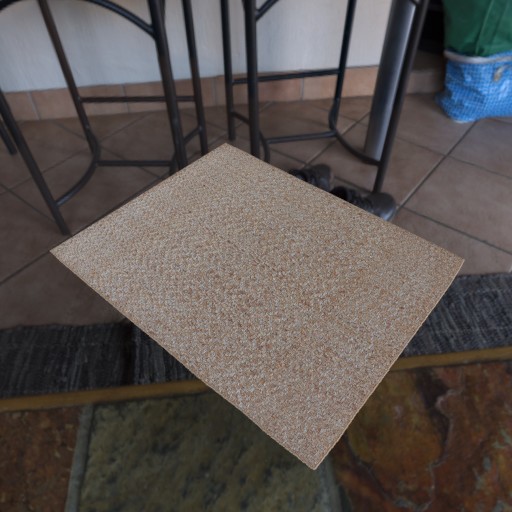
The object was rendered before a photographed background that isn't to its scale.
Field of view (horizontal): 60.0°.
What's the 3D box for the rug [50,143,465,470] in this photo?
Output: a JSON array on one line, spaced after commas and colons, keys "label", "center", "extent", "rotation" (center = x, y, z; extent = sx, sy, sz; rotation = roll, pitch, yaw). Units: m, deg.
[{"label": "rug", "center": [0.000, 0.000, 4.123], "extent": [3.048, 0.013, 2.439], "rotation": [32, 54, 26]}]
